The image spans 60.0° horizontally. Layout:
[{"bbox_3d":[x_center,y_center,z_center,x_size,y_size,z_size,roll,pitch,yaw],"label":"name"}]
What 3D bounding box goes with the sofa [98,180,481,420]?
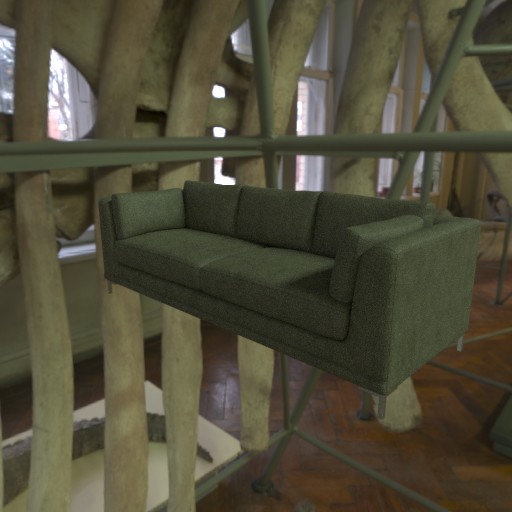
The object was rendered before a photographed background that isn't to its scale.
[{"bbox_3d":[0.000,0.000,2.911,2.415,0.867,0.969,13,19,42],"label":"sofa"}]
